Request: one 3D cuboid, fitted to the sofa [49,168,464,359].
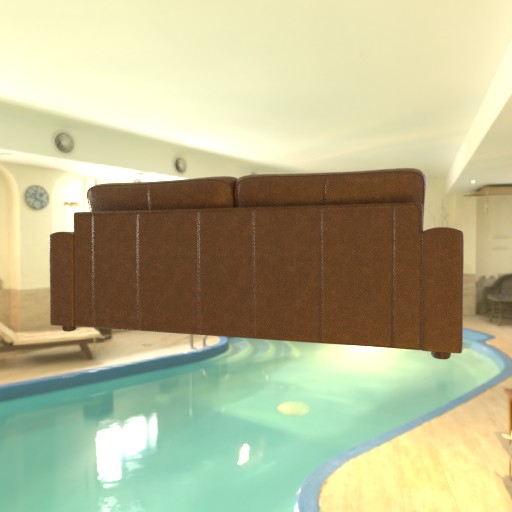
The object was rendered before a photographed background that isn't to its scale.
[{"bbox_3d":[0.000,0.000,2.686,2.179,0.873,1.016,0,1,18],"label":"sofa"}]
